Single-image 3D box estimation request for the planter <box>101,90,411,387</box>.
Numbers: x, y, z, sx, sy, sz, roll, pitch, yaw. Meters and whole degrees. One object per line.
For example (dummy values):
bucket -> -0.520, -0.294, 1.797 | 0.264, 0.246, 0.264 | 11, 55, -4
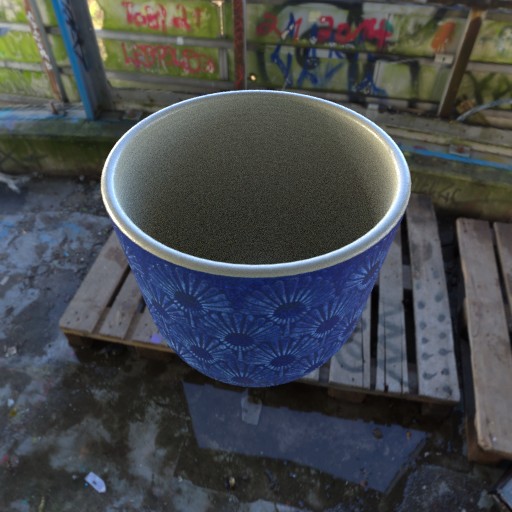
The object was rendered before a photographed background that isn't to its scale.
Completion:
planter -> 0.000, 0.000, 0.370 | 0.206, 0.190, 0.206 | 0, 47, 0
